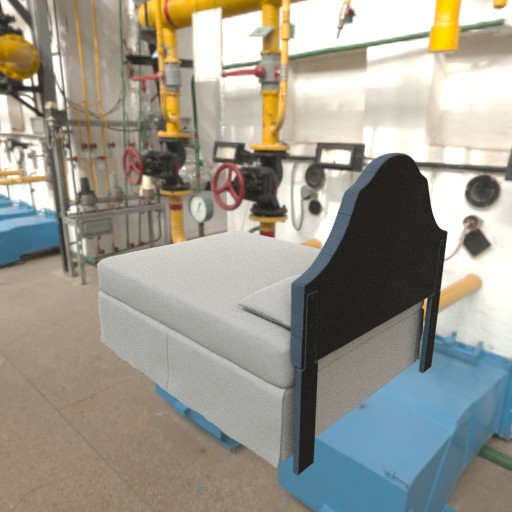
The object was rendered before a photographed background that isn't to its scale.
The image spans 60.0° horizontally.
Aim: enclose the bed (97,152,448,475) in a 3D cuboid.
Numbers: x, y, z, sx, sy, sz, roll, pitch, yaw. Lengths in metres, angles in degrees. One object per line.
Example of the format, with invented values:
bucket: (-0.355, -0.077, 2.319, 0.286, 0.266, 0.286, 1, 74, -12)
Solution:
bed: (0.000, 0.000, 3.282, 1.636, 1.575, 2.155, -15, 22, -42)
